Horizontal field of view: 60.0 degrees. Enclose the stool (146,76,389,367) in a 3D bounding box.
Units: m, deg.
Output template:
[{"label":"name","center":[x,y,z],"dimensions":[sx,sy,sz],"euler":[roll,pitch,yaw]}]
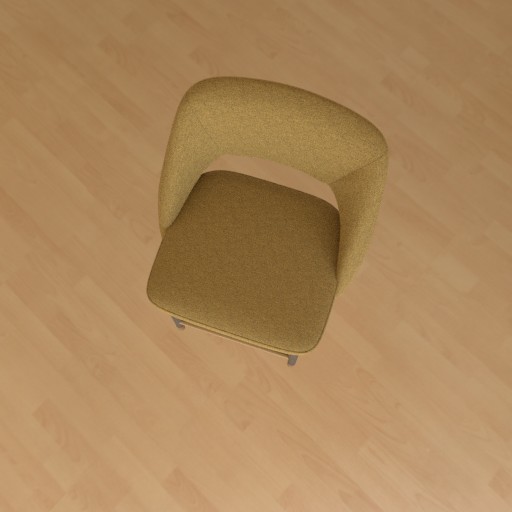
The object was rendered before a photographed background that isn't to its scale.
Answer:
[{"label":"stool","center":[0.000,0.000,1.292],"dimensions":[0.536,0.939,0.522],"euler":[18,77,4]}]
